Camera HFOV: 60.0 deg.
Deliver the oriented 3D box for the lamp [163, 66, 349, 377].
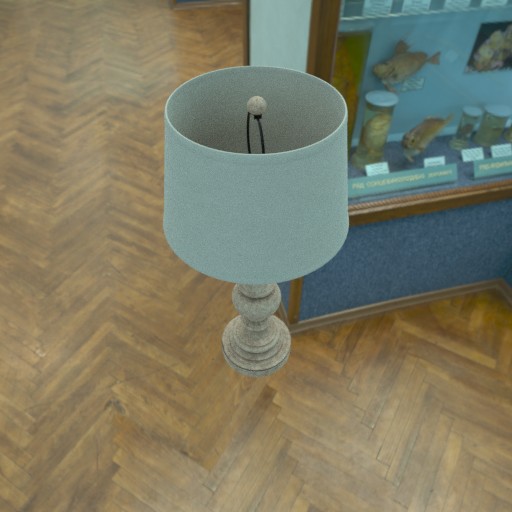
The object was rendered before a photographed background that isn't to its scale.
[{"bbox_3d":[0.000,0.000,0.900,0.340,0.678,0.340,0,46,0],"label":"lamp"}]
